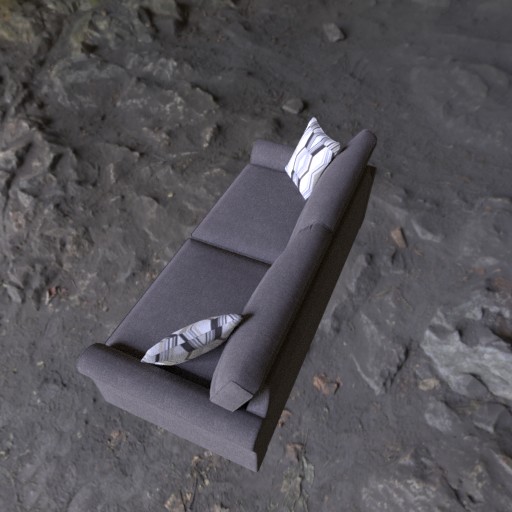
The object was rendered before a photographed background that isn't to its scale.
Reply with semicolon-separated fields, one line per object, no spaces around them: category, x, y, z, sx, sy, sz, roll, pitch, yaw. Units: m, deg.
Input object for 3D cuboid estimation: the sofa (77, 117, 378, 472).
sofa;0.000;0.000;2.538;0.889;0.813;2.032;18;49;16
